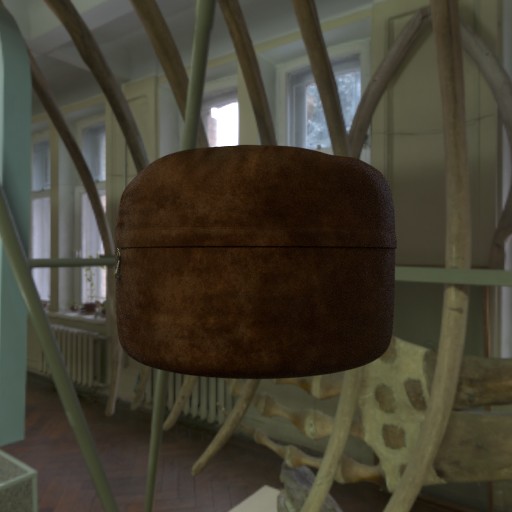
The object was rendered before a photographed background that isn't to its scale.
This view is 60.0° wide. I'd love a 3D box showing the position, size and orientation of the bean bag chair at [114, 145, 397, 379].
[{"bbox_3d":[0.000,0.000,1.507,0.918,0.616,0.918,0,0,0],"label":"bean bag chair"}]
